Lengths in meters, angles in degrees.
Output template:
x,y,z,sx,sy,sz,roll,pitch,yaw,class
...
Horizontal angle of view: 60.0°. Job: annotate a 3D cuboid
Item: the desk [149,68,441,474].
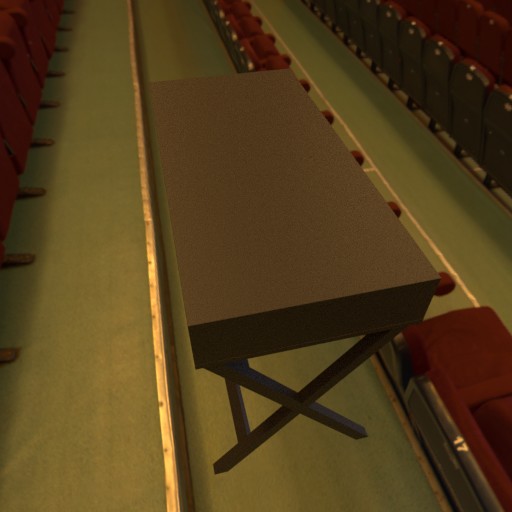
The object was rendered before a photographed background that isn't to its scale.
x,y,z,sx,sy,sz,roll,pitch,yaw,class
0.000,0.000,1.476,0.504,0.780,1.057,-10,46,-9,desk
